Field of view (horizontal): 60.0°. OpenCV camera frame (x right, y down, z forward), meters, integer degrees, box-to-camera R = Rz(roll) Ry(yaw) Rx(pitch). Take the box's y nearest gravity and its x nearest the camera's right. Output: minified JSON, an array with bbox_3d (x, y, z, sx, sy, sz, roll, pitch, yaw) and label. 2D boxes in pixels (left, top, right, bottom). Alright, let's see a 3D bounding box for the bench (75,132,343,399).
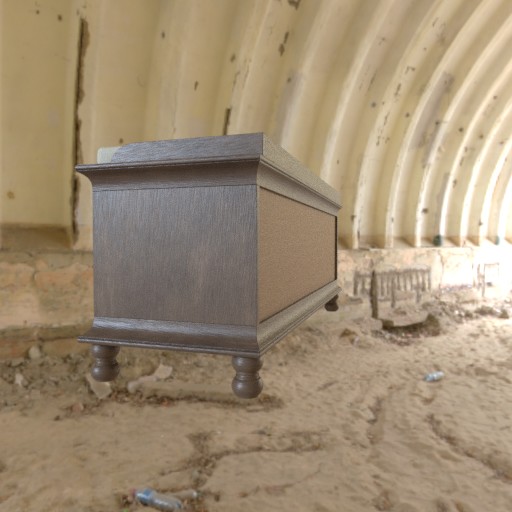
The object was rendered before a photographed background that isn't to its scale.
[{"bbox_3d":[0.000,0.000,1.423,0.402,0.501,1.185,1,2,18],"label":"bench"}]
